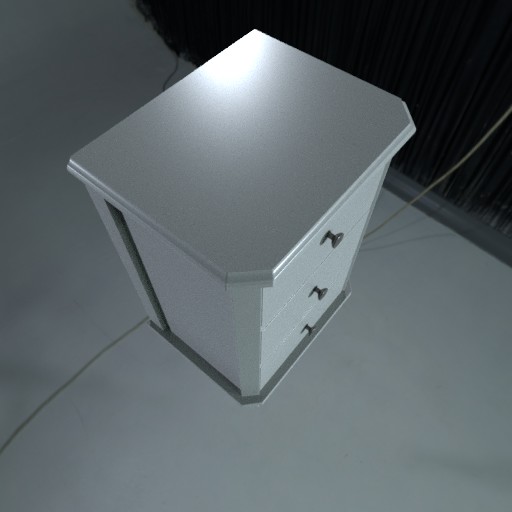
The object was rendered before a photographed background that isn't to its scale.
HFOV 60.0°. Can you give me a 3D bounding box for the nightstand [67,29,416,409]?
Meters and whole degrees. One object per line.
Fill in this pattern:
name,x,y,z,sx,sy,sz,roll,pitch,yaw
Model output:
nightstand,0.000,0.000,0.943,0.348,0.680,0.435,35,64,20
